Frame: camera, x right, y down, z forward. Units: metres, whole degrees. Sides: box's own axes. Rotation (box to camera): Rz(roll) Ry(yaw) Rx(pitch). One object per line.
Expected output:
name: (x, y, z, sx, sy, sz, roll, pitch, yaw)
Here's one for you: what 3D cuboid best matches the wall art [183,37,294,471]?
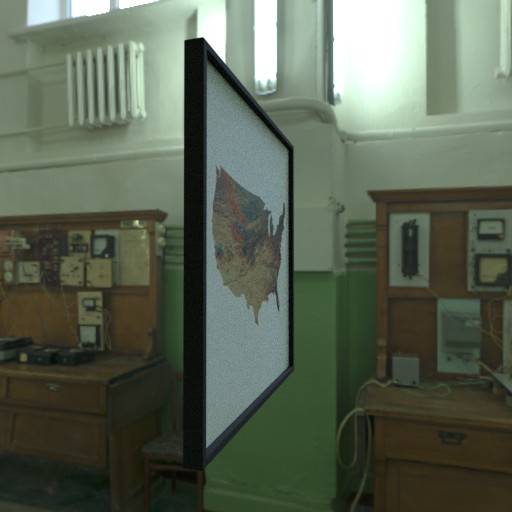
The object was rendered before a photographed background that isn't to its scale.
wall art: (0.000, 0.000, 1.147, 0.038, 0.762, 0.762, 0, -1, 17)
